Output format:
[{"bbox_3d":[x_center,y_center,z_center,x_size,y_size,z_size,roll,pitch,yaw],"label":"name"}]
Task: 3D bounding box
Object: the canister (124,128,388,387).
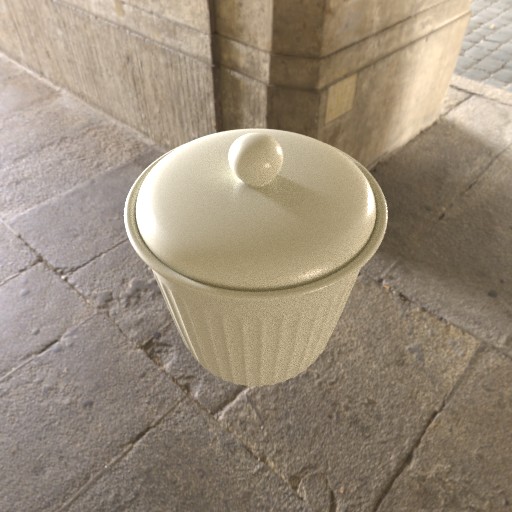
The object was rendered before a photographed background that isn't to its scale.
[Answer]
[{"bbox_3d":[0.000,0.000,0.353,0.181,0.211,0.181,0,46,0],"label":"canister"}]
